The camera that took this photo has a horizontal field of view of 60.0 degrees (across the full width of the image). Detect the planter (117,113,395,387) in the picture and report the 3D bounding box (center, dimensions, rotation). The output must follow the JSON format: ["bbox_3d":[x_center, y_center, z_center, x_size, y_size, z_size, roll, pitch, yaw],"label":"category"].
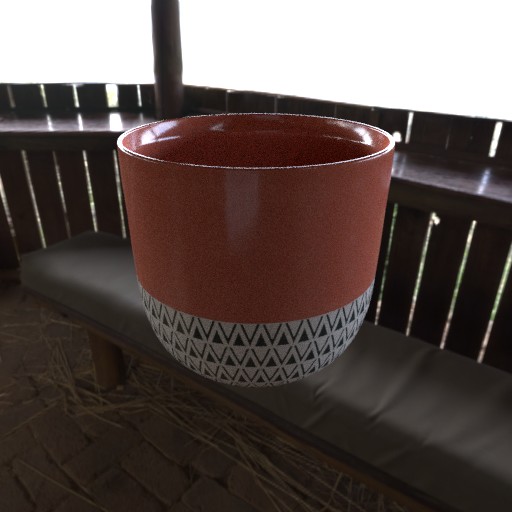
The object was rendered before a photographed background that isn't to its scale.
[{"bbox_3d":[0.000,0.000,0.498,0.266,0.270,0.266,0,26,0],"label":"planter"}]
